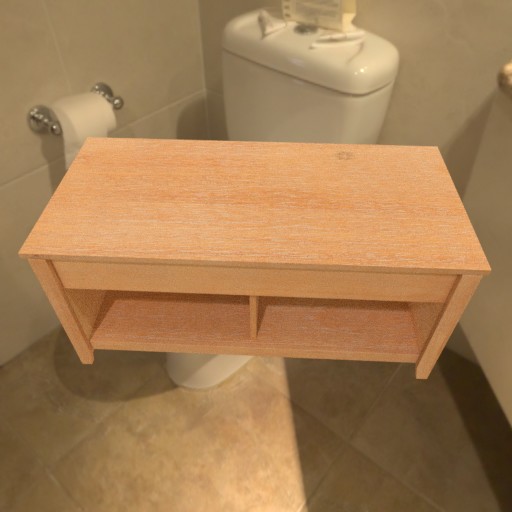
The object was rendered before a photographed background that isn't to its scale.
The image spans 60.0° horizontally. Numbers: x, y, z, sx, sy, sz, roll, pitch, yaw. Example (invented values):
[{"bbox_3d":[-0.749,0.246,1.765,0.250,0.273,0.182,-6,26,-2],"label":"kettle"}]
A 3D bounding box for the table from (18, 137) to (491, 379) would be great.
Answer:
[{"bbox_3d":[0.000,0.000,1.281,1.016,0.457,0.483,2,46,2],"label":"table"}]
